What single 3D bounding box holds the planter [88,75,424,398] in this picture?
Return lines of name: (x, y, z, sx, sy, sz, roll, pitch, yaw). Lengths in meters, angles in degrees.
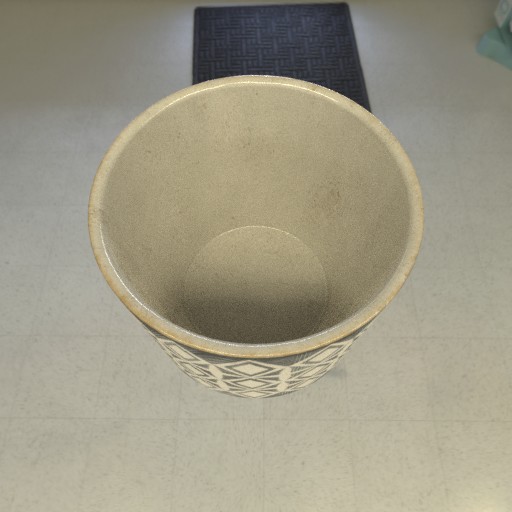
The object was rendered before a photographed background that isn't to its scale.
planter: (0.000, 0.000, 0.330, 0.192, 0.165, 0.192, 0, 63, 0)
